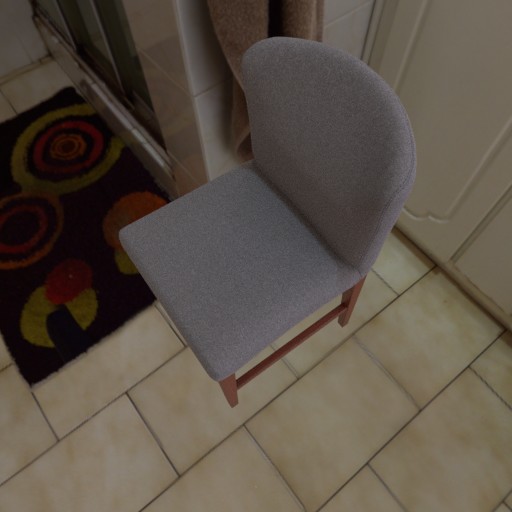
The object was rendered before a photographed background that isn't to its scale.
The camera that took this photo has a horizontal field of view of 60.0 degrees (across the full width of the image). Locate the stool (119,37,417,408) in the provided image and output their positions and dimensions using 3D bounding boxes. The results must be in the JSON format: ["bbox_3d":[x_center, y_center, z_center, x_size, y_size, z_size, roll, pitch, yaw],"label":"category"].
[{"bbox_3d":[0.000,0.000,1.213,0.568,0.968,0.481,-33,67,-16],"label":"stool"}]
